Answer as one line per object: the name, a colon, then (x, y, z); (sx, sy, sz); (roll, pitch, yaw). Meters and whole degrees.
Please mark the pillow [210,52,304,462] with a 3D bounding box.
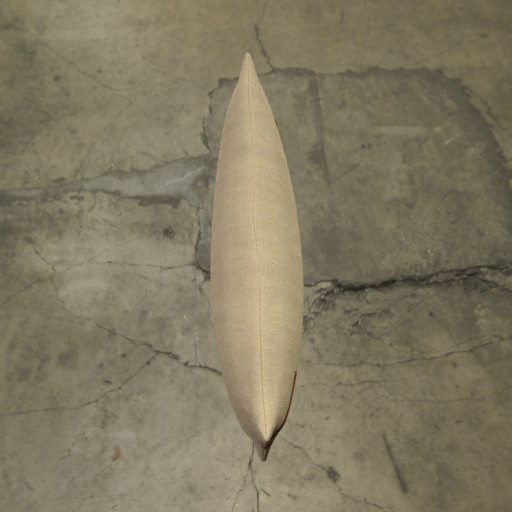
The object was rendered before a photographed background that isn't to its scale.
pillow: (0.000, 0.000, 0.737); (0.148, 0.308, 0.612); (-2, 63, -1)
